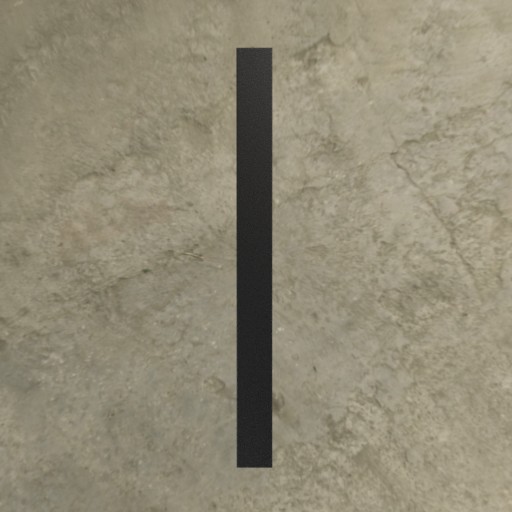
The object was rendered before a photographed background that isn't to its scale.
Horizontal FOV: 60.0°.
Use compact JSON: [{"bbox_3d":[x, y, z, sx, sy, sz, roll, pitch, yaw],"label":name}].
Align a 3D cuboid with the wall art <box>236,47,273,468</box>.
[{"bbox_3d":[0.000,0.000,0.533,0.028,0.380,0.325,0,91,0],"label":"wall art"}]
